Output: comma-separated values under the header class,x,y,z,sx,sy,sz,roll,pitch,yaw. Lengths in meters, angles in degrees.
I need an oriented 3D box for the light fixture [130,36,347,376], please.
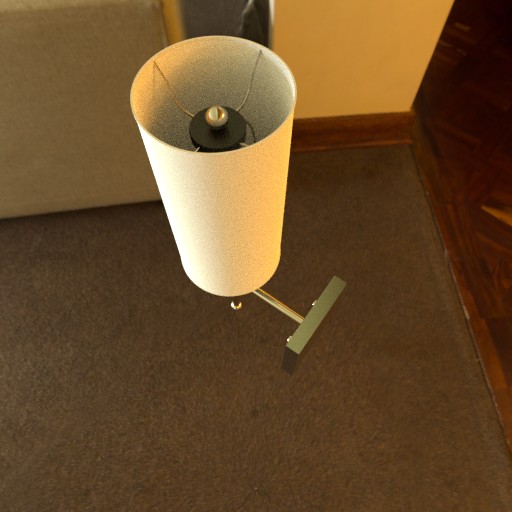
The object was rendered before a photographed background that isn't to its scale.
class,x,y,z,sx,sy,sz,roll,pitch,yaw
light fixture,0.000,0.000,0.535,0.208,0.462,0.128,32,67,16
